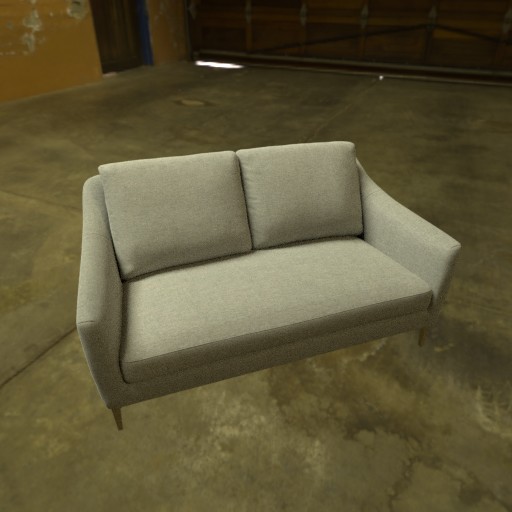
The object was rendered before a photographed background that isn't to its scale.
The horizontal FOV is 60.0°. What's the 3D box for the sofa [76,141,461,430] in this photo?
[{"bbox_3d":[0.000,0.000,2.170,1.619,0.904,0.960,-10,32,-17],"label":"sofa"}]
